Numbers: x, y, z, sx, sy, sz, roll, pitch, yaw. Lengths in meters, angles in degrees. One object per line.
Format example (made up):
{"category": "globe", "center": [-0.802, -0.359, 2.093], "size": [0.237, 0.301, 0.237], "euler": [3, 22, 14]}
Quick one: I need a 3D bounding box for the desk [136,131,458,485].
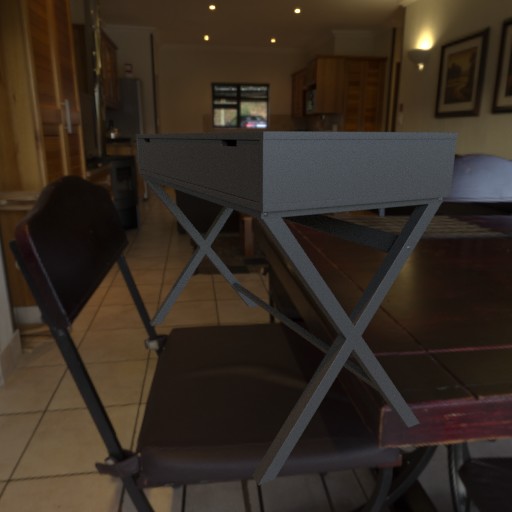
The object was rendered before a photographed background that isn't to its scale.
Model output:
{"category": "desk", "center": [0.000, 0.000, 1.465], "size": [0.504, 0.780, 1.057], "euler": [-7, 17, -26]}
